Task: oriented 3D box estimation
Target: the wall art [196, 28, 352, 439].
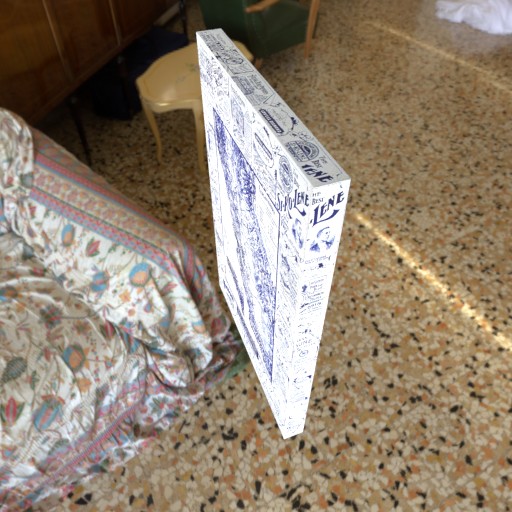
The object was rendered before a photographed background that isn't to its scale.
[{"bbox_3d":[0.000,0.000,0.763,0.040,0.601,0.408,-15,49,-14],"label":"wall art"}]
